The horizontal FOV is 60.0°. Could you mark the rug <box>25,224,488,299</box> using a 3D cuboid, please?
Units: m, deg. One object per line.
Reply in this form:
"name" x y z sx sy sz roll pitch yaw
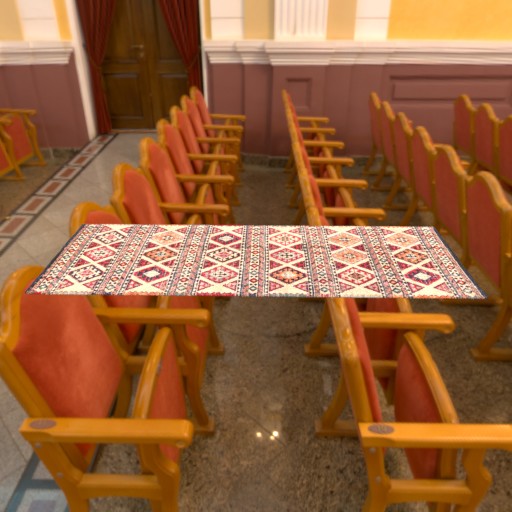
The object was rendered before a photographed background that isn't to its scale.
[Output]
"rug" 0.000 0.000 2.608 2.362 0.008 0.832 1 29 1
